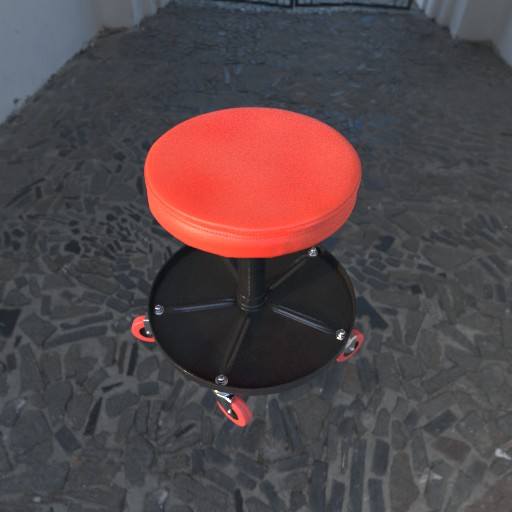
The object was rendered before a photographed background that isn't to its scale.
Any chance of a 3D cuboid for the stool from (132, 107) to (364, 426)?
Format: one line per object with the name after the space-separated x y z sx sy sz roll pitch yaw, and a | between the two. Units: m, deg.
0.000 0.000 0.688 0.381 0.365 0.382 17 48 15 | stool
